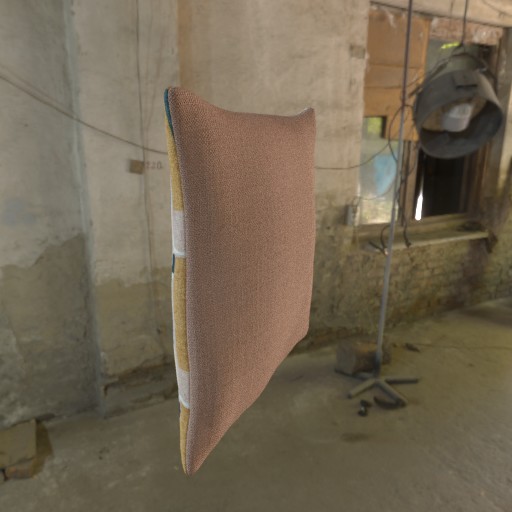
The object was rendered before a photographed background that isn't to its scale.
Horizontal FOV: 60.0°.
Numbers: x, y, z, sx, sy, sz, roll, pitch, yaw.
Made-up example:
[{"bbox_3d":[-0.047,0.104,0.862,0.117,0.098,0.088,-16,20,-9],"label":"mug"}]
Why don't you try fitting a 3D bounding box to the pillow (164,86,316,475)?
[{"bbox_3d":[0.000,0.000,0.719,0.158,0.479,0.478,7,17,24],"label":"pillow"}]
